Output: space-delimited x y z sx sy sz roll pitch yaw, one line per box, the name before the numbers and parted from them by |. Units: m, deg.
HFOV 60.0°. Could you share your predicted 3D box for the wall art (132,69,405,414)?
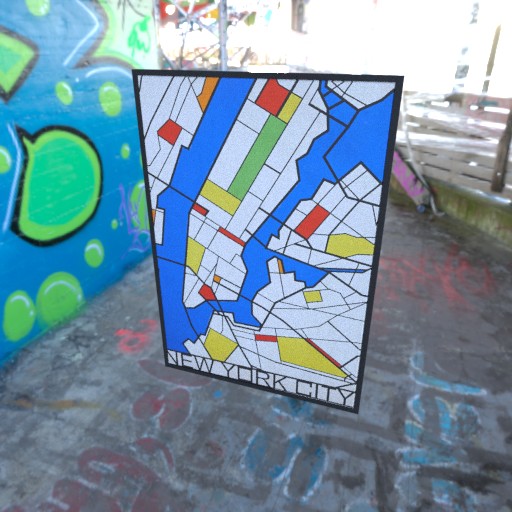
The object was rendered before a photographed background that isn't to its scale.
wall art | 0.000 0.000 0.860 0.460 0.660 0.013 9 27 17
